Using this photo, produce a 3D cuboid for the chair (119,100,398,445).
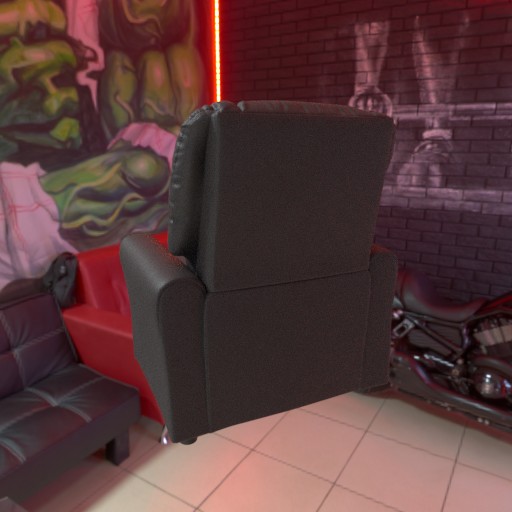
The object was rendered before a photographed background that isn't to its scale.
[{"bbox_3d":[0.000,0.000,1.123,0.610,0.709,0.521,-7,16,-25],"label":"chair"}]
